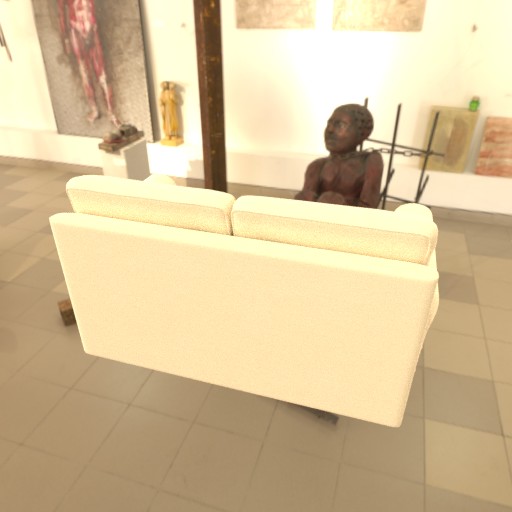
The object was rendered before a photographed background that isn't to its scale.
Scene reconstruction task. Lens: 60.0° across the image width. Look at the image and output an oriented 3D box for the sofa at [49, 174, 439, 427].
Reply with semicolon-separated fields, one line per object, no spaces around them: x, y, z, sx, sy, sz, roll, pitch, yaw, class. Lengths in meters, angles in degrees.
0.000;0.000;2.316;1.727;0.940;0.991;9;32;15;sofa
